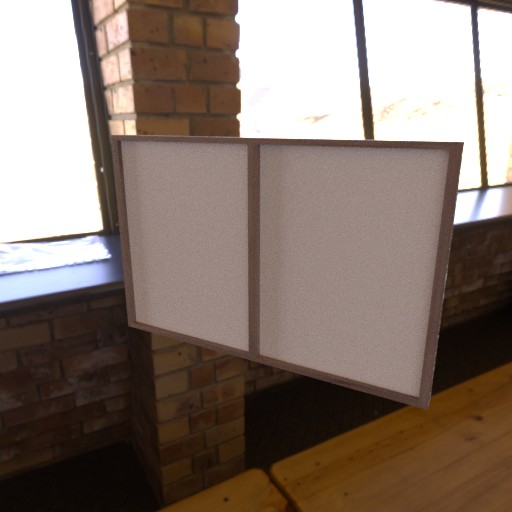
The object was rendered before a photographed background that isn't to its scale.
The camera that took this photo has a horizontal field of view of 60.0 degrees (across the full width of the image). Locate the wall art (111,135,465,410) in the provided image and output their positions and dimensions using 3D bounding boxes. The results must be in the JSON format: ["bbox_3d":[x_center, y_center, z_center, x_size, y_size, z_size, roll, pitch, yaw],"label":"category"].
[{"bbox_3d":[0.000,0.000,1.158,0.919,0.598,0.038,9,19,27],"label":"wall art"}]
